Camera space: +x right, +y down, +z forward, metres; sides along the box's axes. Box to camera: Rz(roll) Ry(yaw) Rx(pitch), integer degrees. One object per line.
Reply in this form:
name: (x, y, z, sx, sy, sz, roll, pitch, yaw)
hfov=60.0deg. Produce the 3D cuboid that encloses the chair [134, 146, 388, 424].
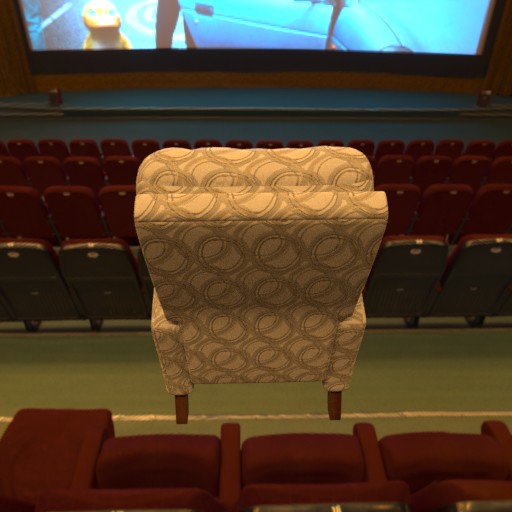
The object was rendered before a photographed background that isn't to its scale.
chair: (0.000, 0.000, 1.731, 0.796, 1.065, 0.995, -1, 32, -2)
